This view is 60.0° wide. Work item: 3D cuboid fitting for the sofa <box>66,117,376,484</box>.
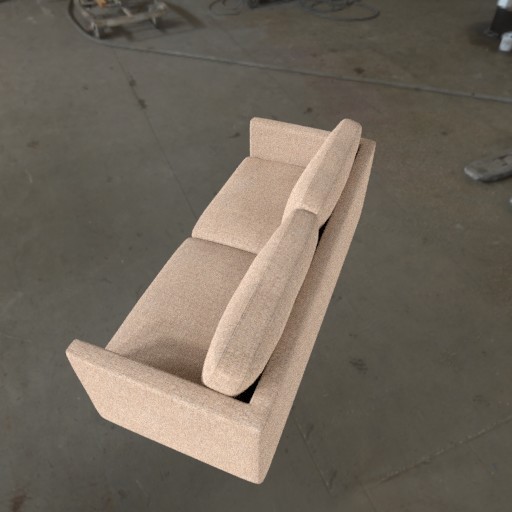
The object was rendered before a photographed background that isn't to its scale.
[{"bbox_3d":[0.000,0.000,2.676,0.951,0.965,2.208,16,48,15],"label":"sofa"}]
